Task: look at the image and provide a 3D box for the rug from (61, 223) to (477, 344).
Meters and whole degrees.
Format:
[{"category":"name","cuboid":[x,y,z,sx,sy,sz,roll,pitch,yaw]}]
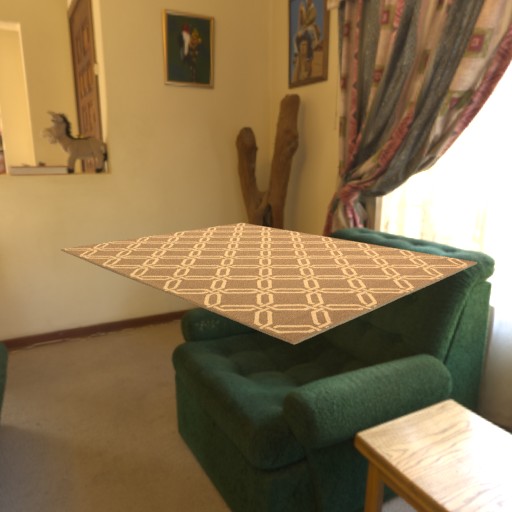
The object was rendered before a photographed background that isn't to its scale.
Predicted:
[{"category":"rug","cuboid":[0.000,0.000,3.895,2.288,0.018,2.895,-12,18,-42]}]
